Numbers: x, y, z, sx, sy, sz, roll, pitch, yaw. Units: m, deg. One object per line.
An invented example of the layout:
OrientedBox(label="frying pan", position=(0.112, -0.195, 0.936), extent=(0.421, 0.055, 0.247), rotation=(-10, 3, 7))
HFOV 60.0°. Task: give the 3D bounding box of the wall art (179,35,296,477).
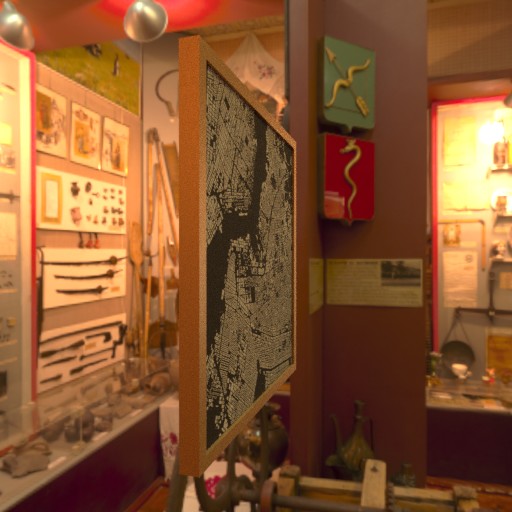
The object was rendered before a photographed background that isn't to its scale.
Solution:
OrientedBox(label="wall art", position=(0.000, 0.000, 2.861), extent=(0.099, 1.926, 1.926), rotation=(0, 0, 18))
